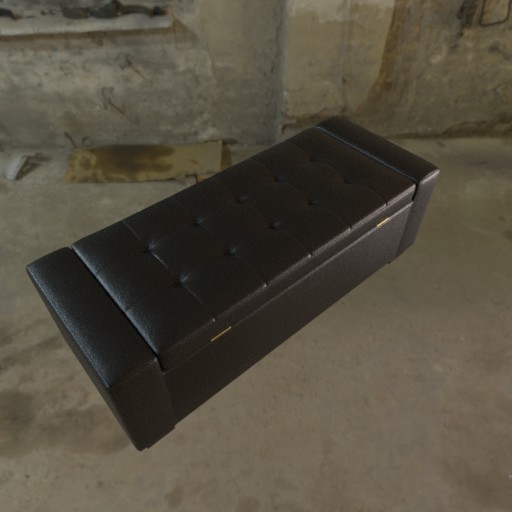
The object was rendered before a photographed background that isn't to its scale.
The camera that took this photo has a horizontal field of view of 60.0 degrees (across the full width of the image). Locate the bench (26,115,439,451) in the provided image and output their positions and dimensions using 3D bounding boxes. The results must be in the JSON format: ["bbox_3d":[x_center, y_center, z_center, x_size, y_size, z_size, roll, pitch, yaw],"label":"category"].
[{"bbox_3d":[0.000,0.000,1.548,1.296,0.445,0.508,-32,54,-27],"label":"bench"}]
